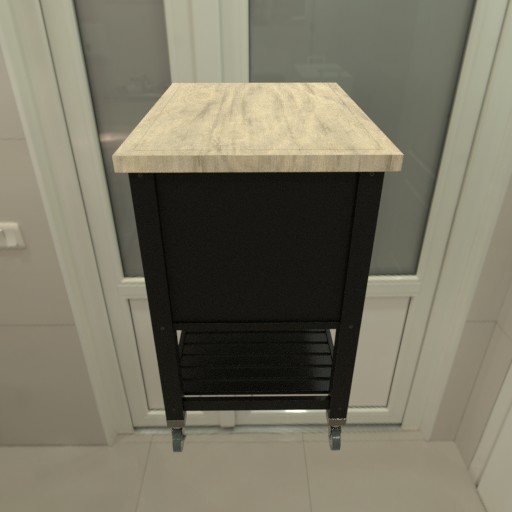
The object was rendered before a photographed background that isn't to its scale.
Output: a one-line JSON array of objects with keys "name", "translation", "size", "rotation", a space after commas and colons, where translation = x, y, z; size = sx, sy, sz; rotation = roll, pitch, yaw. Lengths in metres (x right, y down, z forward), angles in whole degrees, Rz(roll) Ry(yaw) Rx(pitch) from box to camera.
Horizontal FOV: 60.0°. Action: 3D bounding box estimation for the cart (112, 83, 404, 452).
[{"name": "cart", "translation": [0.000, 0.000, 1.429], "size": [0.567, 0.920, 0.797], "rotation": [0, 31, -1]}]
